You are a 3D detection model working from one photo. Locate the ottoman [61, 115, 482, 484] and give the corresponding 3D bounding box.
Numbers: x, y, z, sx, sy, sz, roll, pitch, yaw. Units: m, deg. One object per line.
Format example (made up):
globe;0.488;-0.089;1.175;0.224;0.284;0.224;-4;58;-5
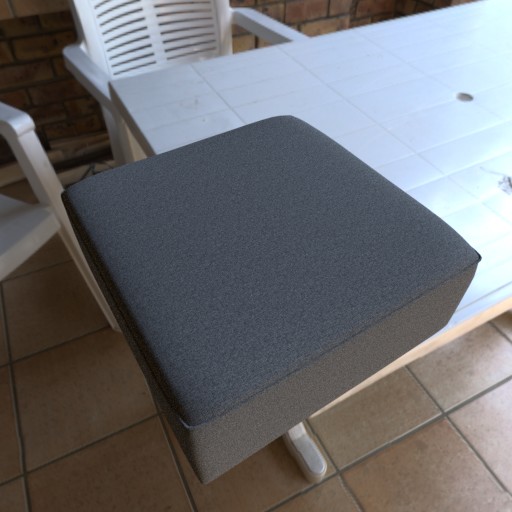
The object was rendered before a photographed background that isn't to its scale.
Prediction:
ottoman;0.000;0.000;1.550;1.005;0.464;1.015;-25;51;-22
